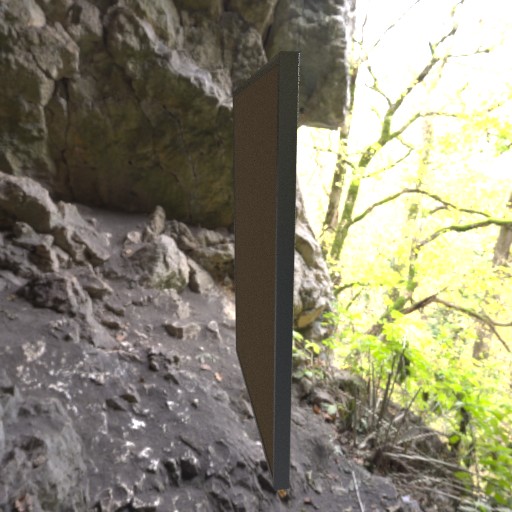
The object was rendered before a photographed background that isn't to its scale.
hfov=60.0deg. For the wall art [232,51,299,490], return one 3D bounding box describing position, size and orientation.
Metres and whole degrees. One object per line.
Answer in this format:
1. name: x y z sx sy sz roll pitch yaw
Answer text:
1. wall art: 0.000 0.000 1.413 0.041 1.062 0.803 -3 15 -9
